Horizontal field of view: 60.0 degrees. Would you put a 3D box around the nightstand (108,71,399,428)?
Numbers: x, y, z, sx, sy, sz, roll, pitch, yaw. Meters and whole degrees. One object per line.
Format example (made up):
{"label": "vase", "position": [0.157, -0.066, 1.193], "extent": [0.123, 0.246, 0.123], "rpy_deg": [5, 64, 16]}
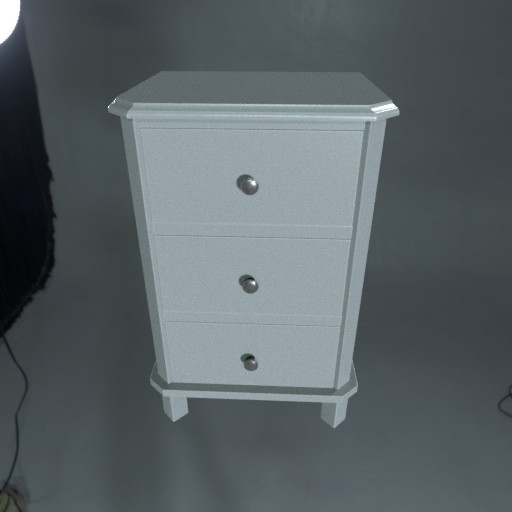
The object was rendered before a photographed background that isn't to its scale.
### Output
{"label": "nightstand", "position": [0.000, 0.000, 0.935], "extent": [0.435, 0.680, 0.348], "rpy_deg": [1, 30, 2]}
